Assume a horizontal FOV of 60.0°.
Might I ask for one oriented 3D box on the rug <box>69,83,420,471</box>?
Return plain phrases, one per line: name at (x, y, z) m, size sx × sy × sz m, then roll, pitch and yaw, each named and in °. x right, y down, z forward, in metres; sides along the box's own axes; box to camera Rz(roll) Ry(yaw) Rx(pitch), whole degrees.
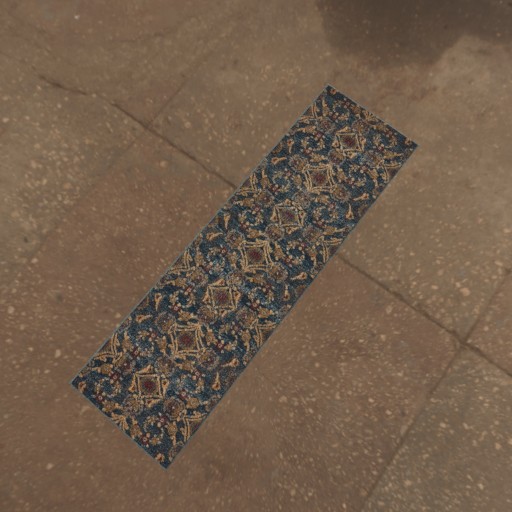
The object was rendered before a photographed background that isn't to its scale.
rug at (0.000, 0.000, 2.486) m, size 0.685 × 0.014 × 2.292 m, roll 38°, pitch 79°, yaw 9°
